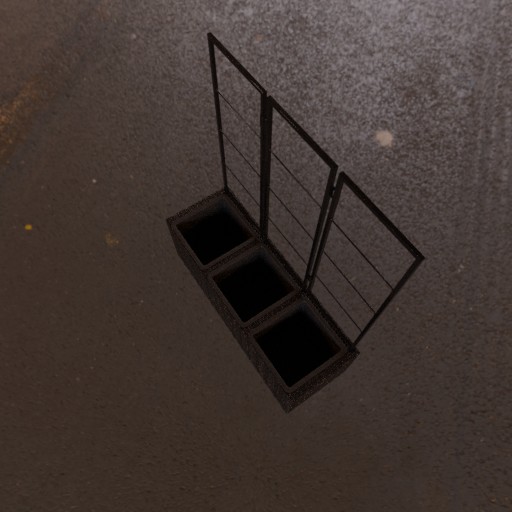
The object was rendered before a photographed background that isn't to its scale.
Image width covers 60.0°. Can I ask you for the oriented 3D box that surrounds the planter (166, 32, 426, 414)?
[{"bbox_3d":[0.000,0.000,1.193,0.244,0.841,0.698,-32,68,-15],"label":"planter"}]
